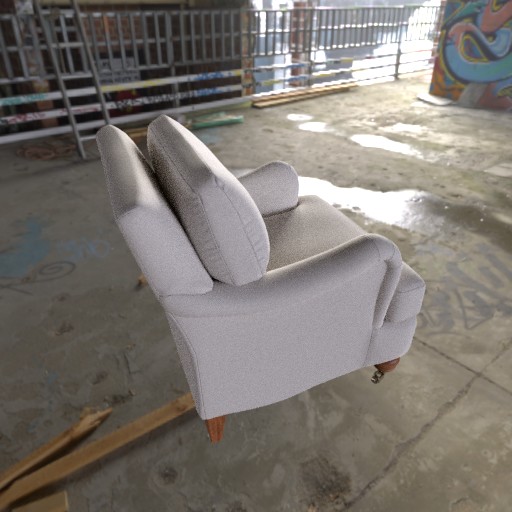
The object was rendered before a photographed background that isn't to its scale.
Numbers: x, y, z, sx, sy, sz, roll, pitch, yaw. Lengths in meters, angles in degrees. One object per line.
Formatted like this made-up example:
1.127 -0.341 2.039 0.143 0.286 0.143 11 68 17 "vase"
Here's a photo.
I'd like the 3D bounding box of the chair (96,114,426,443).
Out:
0.000 0.000 1.837 1.070 1.038 0.955 -11 32 -18 "chair"
